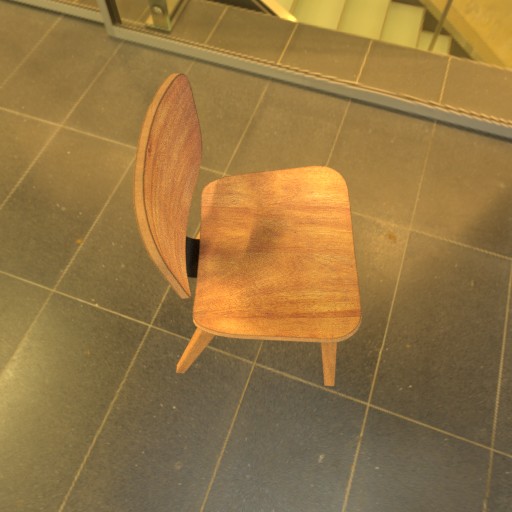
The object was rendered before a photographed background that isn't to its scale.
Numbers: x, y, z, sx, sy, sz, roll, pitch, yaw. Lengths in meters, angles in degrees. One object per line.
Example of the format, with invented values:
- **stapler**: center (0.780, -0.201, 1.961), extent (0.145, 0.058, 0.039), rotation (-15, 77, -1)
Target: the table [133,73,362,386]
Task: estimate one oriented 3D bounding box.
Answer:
- **table**: center (0.000, 0.000, 1.134), extent (0.500, 0.805, 0.499), rotation (0, 63, 0)
